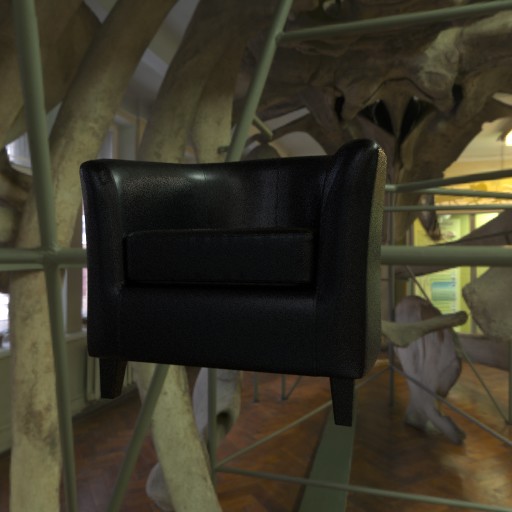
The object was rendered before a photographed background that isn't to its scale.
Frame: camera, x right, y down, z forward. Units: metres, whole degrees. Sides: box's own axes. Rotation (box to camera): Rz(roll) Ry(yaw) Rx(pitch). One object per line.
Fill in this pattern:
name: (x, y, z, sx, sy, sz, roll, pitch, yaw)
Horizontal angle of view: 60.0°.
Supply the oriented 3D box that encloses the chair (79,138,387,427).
chair: (0.000, 0.000, 1.394, 0.793, 0.756, 0.727, 0, 0, 18)
